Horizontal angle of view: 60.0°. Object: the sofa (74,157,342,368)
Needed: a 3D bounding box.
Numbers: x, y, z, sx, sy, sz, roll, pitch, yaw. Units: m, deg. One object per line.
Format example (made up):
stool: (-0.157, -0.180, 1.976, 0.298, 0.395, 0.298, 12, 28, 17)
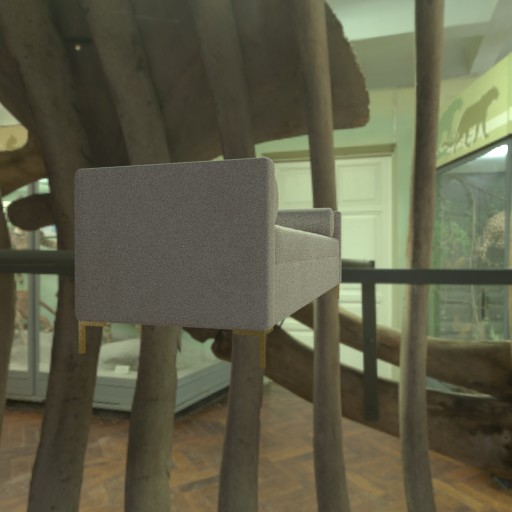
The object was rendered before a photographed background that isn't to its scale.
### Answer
sofa: (0.000, 0.000, 2.335, 0.686, 0.635, 1.981, 0, 1, 17)
